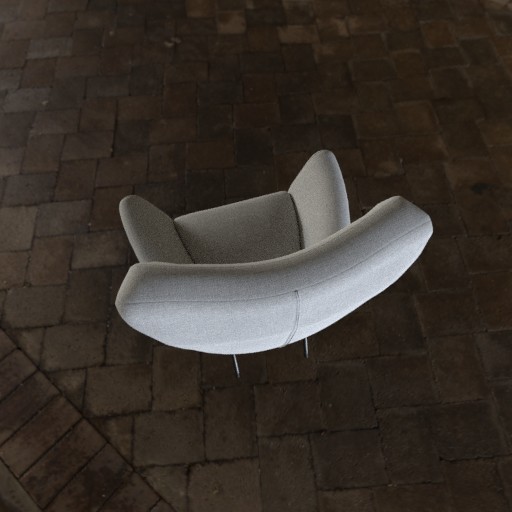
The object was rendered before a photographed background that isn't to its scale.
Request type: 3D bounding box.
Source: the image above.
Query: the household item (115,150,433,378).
[{"bbox_3d":[0.000,0.000,1.796,0.980,1.050,0.900,-15,61,-9],"label":"household item"}]
